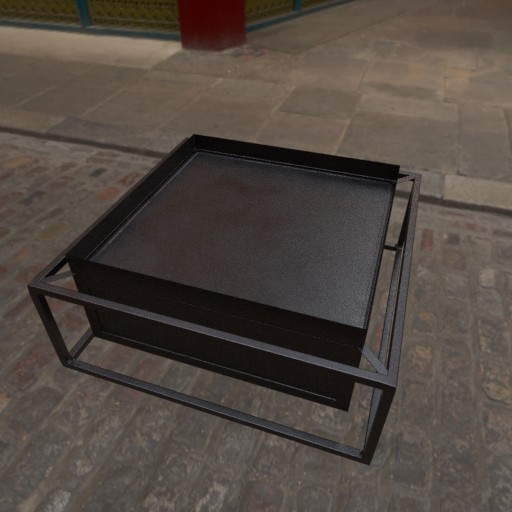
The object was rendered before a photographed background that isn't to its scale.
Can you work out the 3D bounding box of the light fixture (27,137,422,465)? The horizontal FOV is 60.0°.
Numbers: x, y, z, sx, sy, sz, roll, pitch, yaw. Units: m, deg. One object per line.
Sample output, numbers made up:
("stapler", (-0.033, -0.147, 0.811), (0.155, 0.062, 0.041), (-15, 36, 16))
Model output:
("light fixture", (0.000, 0.000, 0.687), (0.441, 0.191, 0.441), (12, 41, 15))
